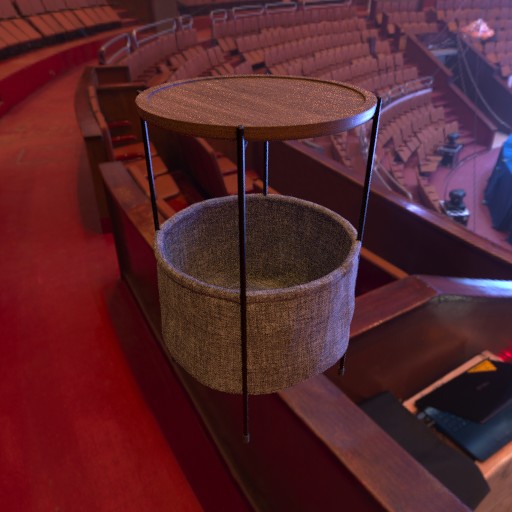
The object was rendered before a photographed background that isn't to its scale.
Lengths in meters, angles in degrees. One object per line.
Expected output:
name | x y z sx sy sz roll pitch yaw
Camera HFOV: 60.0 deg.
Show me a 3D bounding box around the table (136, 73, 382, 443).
table | 0.000 0.000 0.888 0.400 0.623 0.400 -23 38 -33
